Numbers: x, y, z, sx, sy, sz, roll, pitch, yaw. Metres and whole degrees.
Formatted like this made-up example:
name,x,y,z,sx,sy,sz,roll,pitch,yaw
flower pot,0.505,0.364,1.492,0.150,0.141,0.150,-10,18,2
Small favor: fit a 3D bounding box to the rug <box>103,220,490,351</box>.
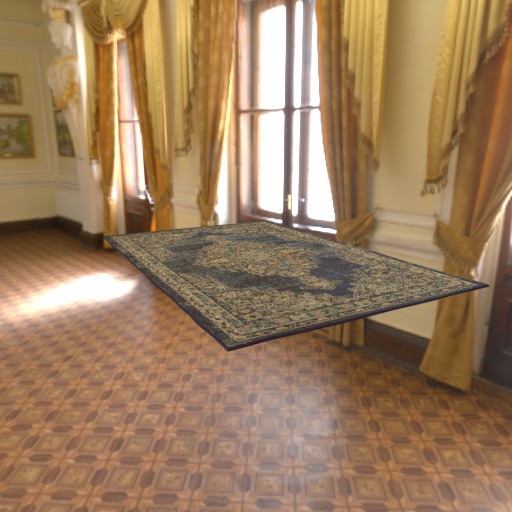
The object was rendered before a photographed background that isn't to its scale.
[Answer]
name,x,y,z,sx,sy,sz,roll,pitch,yaw
rug,0.000,0.000,2.266,1.184,0.012,1.781,-8,16,-28
